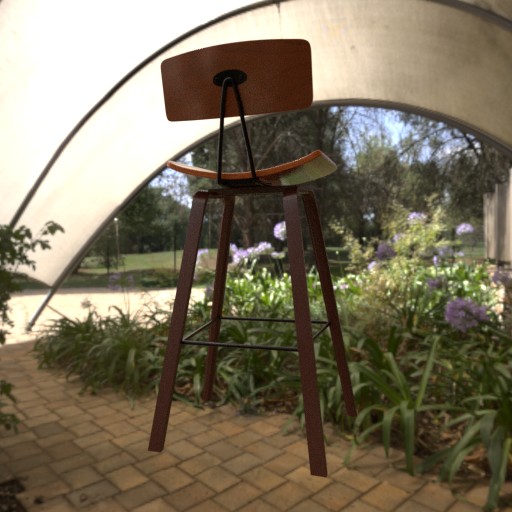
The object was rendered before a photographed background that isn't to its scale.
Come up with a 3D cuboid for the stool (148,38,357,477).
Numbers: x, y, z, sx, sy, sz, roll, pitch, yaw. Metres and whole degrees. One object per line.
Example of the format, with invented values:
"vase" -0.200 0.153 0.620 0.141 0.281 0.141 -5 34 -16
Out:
"stool" 0.000 0.000 1.218 0.509 0.969 0.440 0 0 18
